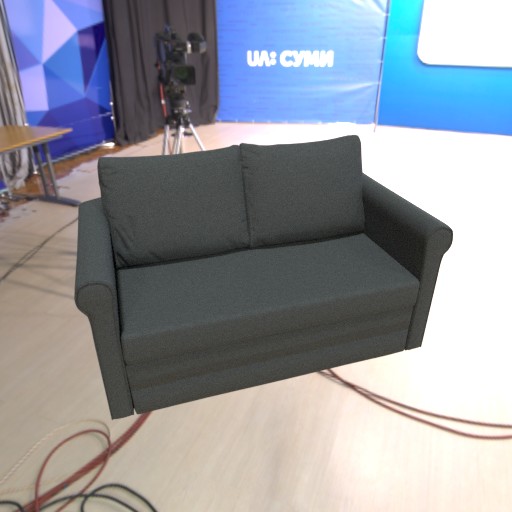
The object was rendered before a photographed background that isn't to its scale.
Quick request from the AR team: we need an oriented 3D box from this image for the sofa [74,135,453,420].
[{"bbox_3d":[0.000,0.000,1.979,1.460,0.872,0.741,-9,30,-15],"label":"sofa"}]
